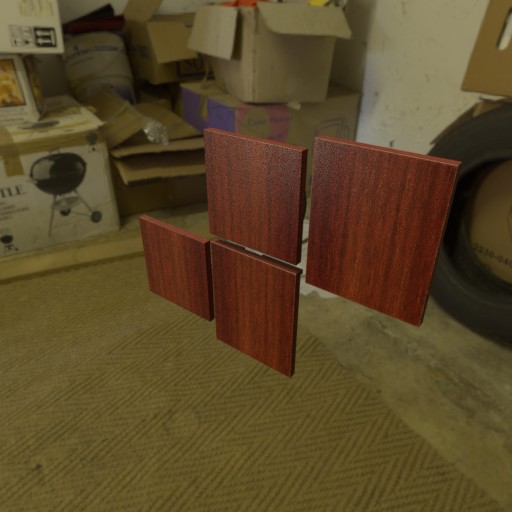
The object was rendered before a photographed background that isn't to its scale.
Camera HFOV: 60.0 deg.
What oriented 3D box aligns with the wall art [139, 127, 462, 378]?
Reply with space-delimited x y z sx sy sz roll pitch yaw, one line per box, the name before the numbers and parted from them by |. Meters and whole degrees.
wall art | 0.000 0.000 0.837 0.635 0.497 0.030 21 37 31
